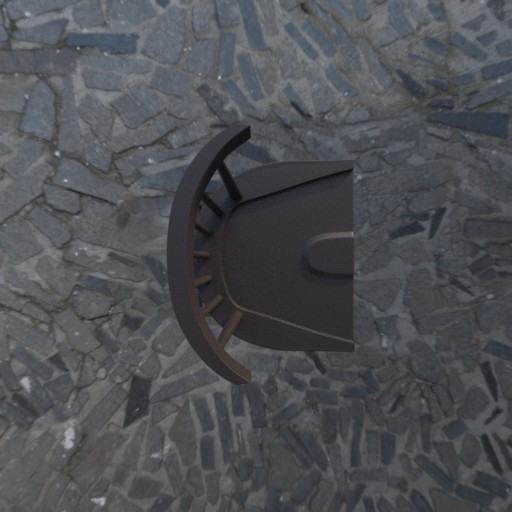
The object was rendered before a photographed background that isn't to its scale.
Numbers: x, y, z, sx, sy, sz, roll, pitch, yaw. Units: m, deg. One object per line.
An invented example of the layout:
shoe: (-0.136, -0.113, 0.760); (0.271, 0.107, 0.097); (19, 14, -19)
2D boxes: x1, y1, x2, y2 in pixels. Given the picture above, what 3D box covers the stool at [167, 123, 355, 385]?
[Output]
stool: (0.000, 0.000, 1.250); (0.549, 0.953, 0.494); (0, 90, 0)
